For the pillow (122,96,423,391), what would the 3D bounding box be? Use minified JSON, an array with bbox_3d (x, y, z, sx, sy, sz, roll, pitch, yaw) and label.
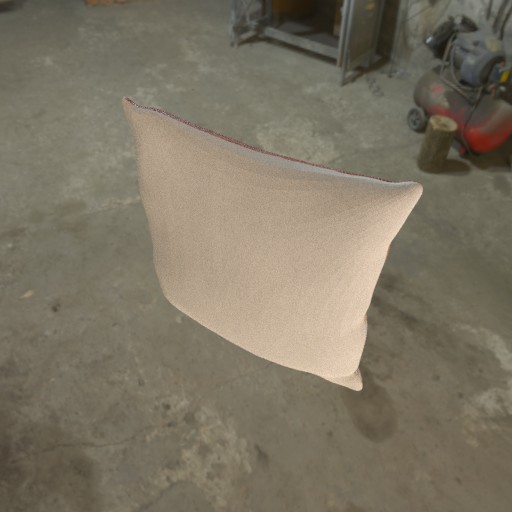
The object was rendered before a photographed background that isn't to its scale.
[{"bbox_3d":[0.000,0.000,0.705,0.440,0.441,0.182,23,50,20],"label":"pillow"}]
